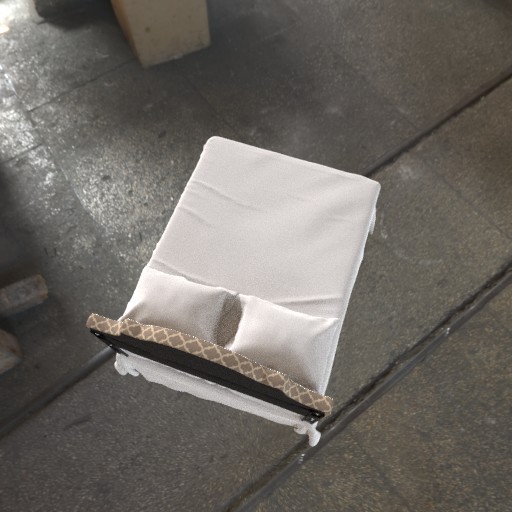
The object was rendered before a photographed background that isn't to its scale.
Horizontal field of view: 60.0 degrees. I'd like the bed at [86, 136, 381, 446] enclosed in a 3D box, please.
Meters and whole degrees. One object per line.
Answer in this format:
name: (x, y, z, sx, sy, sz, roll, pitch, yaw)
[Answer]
bed: (0.000, 0.000, 3.406, 1.780, 1.633, 2.222, 18, 67, 8)
